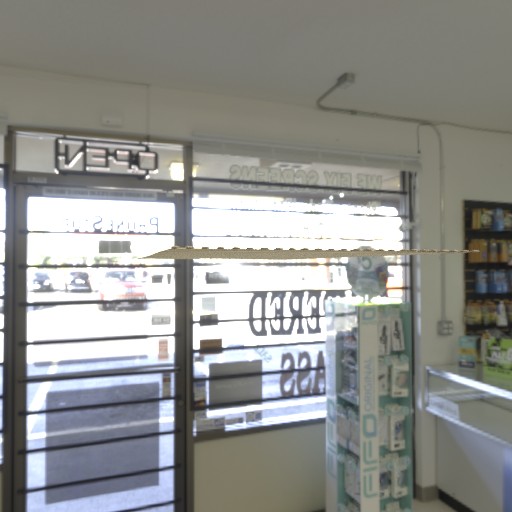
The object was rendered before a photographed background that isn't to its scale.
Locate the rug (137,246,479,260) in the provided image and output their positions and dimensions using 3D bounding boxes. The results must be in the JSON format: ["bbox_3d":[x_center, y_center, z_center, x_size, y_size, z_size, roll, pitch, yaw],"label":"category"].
[{"bbox_3d":[0.000,0.000,2.569,1.229,0.011,2.096,0,-1,-18],"label":"rug"}]
